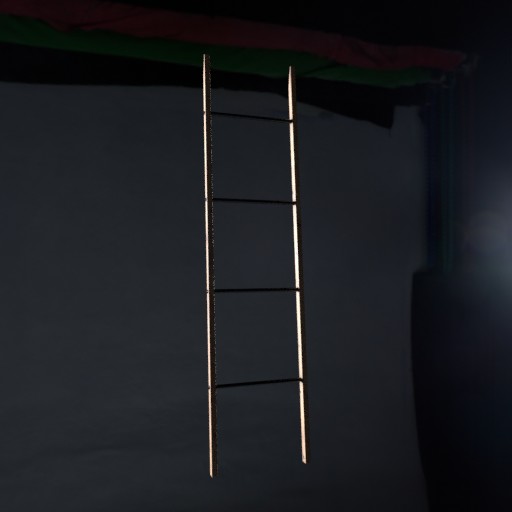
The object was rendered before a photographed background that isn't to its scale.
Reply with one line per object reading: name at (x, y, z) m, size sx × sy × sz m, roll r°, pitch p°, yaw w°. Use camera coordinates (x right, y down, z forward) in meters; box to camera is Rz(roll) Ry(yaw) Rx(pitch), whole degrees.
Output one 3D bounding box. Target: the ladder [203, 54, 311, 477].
ladder at (0.000, 0.000, 1.965) m, size 0.442 × 1.805 × 0.200 m, roll 0°, pitch -1°, yaw -17°
